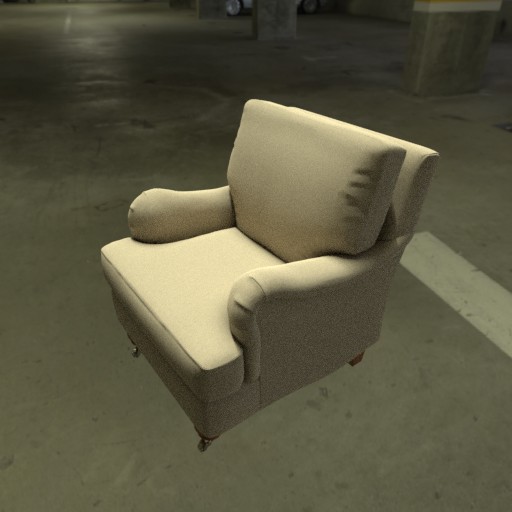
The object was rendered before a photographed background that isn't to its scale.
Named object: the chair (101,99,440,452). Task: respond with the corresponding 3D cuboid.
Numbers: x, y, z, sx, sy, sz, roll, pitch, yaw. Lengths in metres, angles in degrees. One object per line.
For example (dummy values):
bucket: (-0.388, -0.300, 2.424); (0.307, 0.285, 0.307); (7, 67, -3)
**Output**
chair: (0.000, 0.000, 1.849); (1.078, 1.076, 0.895); (-22, 38, -30)
